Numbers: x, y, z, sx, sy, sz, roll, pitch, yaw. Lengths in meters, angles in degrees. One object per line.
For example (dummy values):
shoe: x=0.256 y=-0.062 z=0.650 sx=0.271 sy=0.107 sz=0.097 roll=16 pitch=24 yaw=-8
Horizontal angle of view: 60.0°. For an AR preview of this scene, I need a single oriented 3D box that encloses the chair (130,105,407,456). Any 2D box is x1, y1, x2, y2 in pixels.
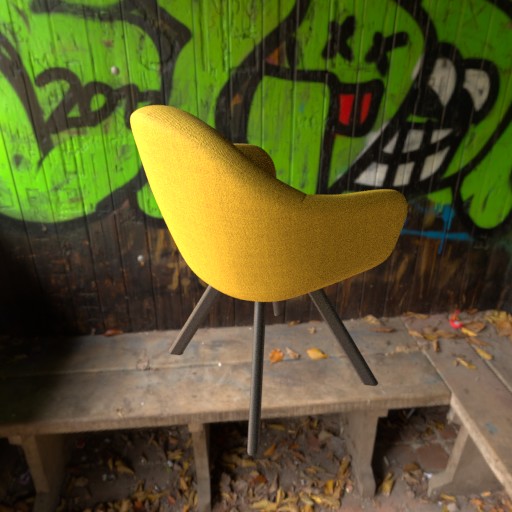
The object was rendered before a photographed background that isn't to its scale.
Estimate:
chair: x=0.000 y=0.000 z=1.179 sx=0.550 sy=0.795 sz=0.590 roll=-17 pitch=31 yaw=-30
